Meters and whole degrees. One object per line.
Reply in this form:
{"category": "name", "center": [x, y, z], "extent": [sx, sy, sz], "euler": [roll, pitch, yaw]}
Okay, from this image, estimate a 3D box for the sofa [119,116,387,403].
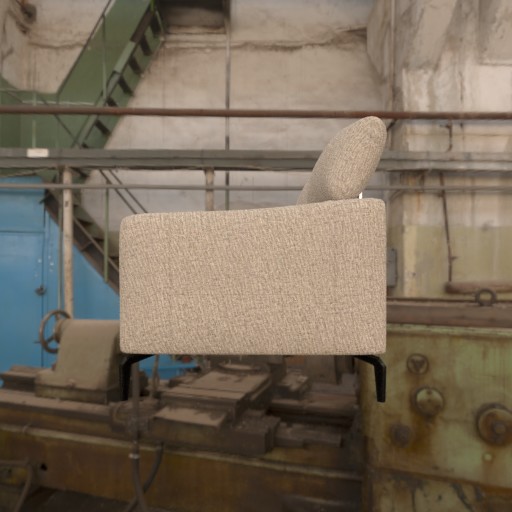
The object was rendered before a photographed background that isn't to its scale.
{"category": "sofa", "center": [0.000, 0.000, 2.128], "extent": [0.905, 0.950, 1.540], "euler": [0, -1, 1]}
